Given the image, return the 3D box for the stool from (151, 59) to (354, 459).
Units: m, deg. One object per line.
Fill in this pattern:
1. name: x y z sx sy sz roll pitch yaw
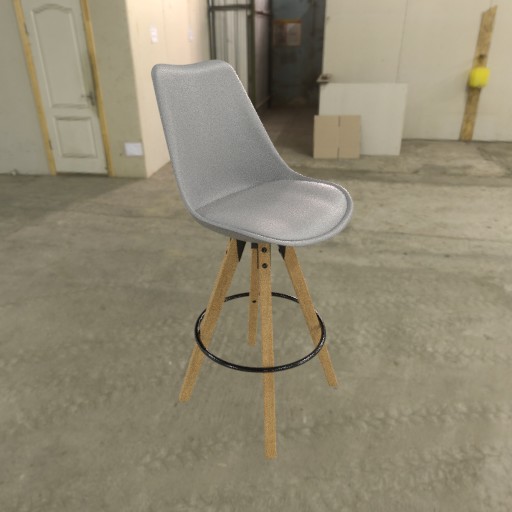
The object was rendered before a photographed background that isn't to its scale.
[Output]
1. stool: 0.000 0.000 1.409 0.550 1.115 0.485 19 33 33
